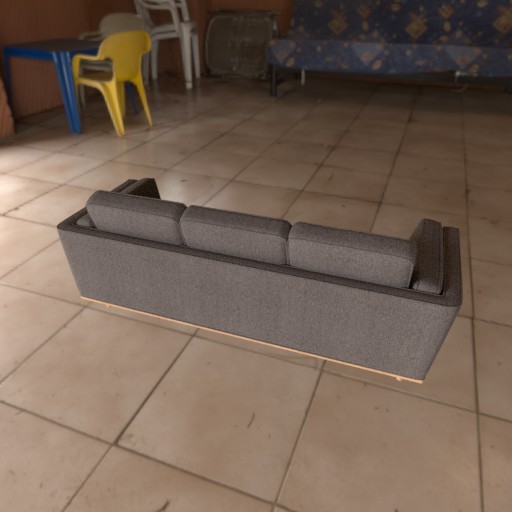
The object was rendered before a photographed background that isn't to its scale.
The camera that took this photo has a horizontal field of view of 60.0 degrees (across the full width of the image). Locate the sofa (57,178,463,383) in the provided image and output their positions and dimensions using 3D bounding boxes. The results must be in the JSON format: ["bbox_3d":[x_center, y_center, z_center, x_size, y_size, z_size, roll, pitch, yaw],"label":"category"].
[{"bbox_3d":[0.000,0.000,2.851,2.362,0.899,0.903,11,33,17],"label":"sofa"}]
